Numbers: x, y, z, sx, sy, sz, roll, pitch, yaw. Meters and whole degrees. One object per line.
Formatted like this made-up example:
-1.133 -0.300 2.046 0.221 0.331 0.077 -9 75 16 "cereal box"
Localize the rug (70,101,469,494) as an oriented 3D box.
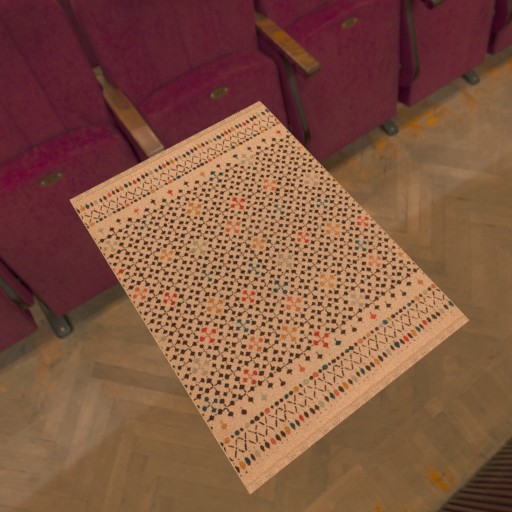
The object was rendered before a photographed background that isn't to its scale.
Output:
0.000 0.000 2.040 1.146 0.006 1.556 -32 68 -15 "rug"
